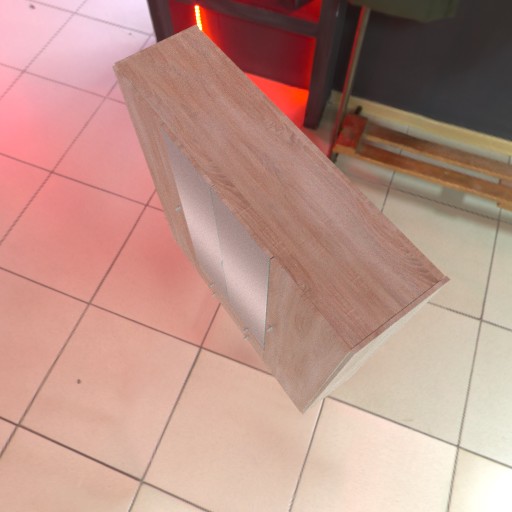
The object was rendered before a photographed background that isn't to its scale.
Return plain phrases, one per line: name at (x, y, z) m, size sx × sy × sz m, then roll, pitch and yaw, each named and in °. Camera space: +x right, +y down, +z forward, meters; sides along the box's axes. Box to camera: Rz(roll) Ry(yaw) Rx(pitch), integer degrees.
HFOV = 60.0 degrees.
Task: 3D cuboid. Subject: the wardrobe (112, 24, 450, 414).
wardrobe at (0.000, 0.000, 3.136) m, size 0.598 × 2.159 × 1.998 m, roll -33°, pitch 69°, yaw -15°
